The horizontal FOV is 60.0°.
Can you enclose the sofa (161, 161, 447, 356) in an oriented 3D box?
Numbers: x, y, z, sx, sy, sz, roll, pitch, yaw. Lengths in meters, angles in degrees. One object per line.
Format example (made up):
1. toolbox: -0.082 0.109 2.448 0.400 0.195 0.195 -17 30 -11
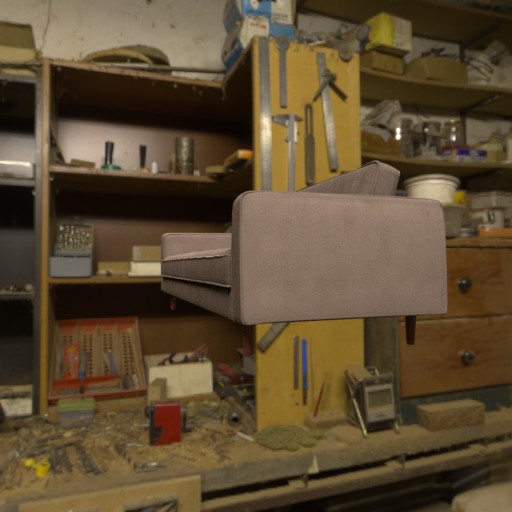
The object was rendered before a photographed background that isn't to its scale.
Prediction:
1. sofa: 0.000 0.000 2.752 0.923 0.813 2.295 0 -1 -19
